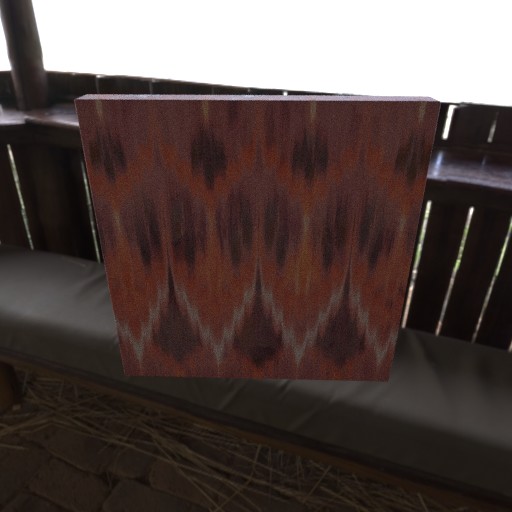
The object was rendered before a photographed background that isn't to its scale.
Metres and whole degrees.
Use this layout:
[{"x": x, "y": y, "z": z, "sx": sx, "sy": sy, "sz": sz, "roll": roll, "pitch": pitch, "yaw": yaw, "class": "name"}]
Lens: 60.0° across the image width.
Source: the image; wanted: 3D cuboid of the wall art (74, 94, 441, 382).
[{"x": 0.000, "y": 0.000, "z": 0.598, "sx": 0.403, "sy": 0.406, "sz": 0.038, "roll": 1, "pitch": 28, "yaw": 2, "class": "wall art"}]
